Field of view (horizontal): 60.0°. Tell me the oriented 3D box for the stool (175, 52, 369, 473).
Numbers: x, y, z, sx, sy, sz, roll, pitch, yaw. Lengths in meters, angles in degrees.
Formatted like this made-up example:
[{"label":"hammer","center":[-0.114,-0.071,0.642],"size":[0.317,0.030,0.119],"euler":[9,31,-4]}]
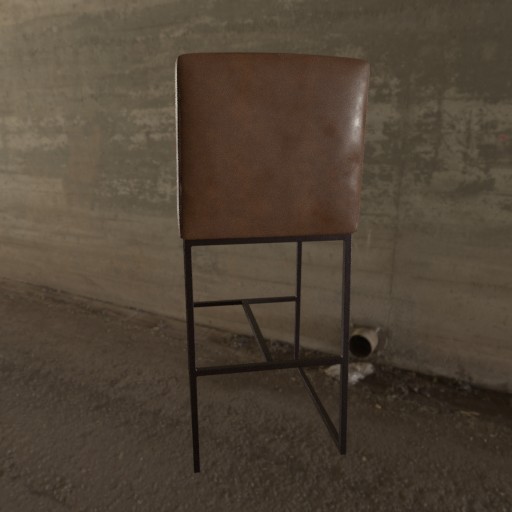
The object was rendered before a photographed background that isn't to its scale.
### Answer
[{"label":"stool","center":[0.000,0.000,1.364],"size":[0.463,1.065,0.562],"euler":[-3,15,-10]}]
